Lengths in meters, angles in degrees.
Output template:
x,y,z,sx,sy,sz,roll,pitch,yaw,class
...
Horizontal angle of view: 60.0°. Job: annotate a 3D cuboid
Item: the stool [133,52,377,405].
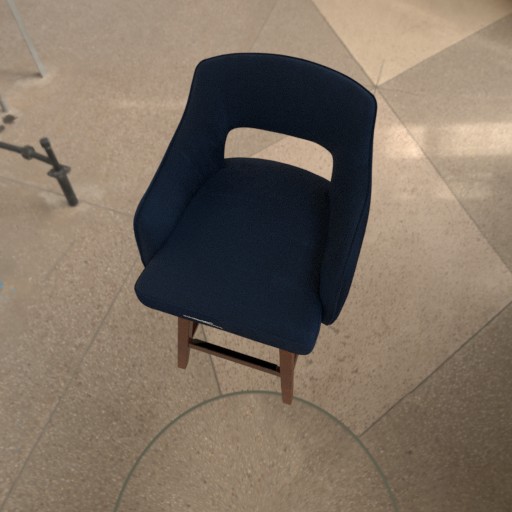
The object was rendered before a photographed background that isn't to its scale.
x,y,z,sx,sy,sz,roll,pitch,yaw,class
0.000,0.000,1.295,0.550,0.940,0.560,16,59,10,stool
